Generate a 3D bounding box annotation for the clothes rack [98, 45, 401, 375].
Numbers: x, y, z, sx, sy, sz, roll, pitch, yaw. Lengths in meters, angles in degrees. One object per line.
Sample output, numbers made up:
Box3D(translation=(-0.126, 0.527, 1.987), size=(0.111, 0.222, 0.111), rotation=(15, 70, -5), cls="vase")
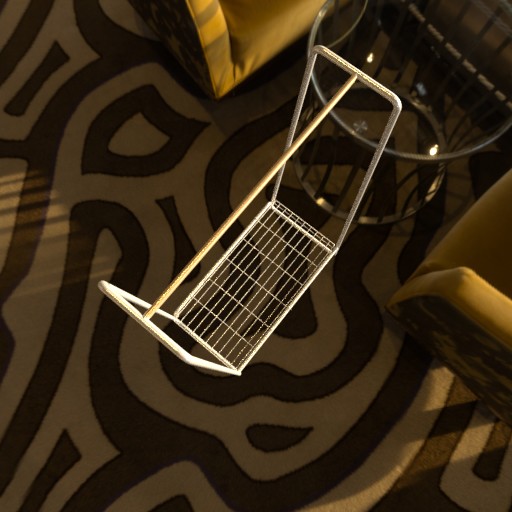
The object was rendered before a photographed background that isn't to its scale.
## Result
Box3D(translation=(0.000, 0.000, 1.868), size=(0.495, 1.500, 0.900), rotation=(38, 79, 9), cls="clothes rack")
